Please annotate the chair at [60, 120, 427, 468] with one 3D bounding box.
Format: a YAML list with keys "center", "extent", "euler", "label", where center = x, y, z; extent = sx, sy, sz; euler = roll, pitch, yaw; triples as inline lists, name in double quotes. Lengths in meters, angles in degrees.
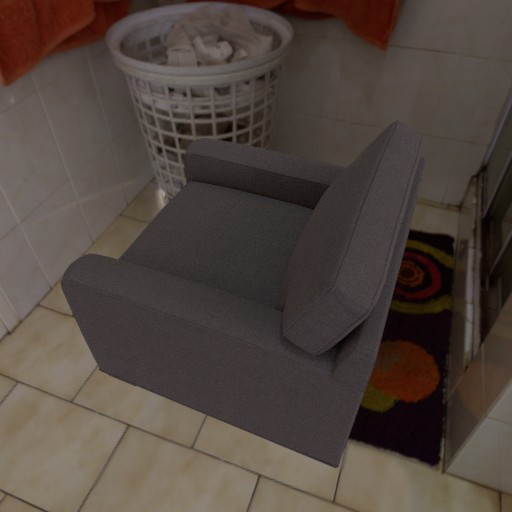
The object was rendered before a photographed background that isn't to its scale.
- center: [0.000, 0.000, 1.745]
  extent: [1.043, 0.913, 0.997]
  euler: [16, 47, 16]
  label: "chair"
